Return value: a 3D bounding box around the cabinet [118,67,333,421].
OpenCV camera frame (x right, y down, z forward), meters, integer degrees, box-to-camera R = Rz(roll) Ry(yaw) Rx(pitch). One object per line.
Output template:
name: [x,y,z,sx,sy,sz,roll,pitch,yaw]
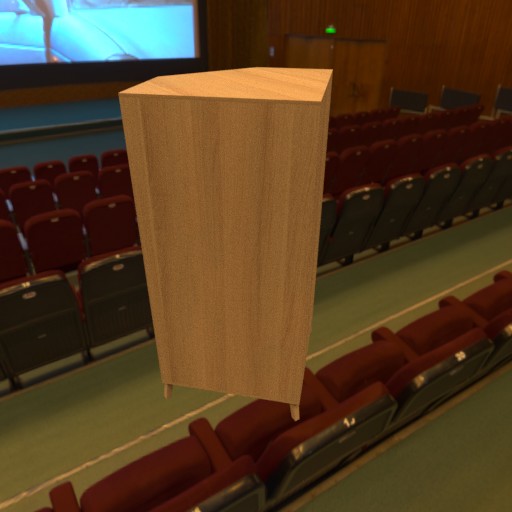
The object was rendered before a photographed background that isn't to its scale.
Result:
cabinet: [0.000,0.000,2.668,1.272,1.957,0.969,-19,35,-28]
